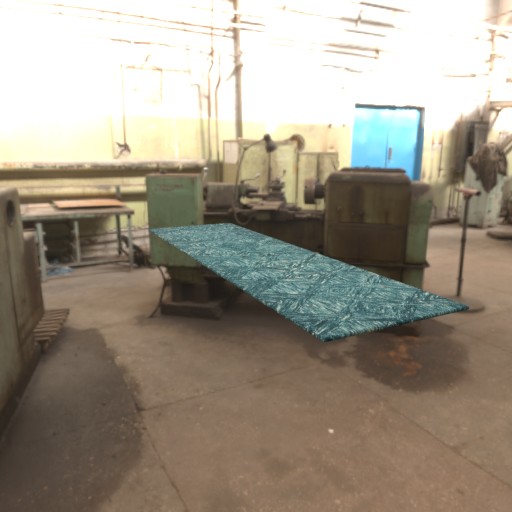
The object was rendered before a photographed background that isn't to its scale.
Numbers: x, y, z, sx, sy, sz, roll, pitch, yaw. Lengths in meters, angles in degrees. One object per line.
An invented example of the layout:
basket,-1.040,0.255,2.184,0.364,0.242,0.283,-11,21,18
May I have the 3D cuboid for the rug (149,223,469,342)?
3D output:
rug,0.000,0.000,2.536,0.676,0.016,2.286,-7,15,-26
